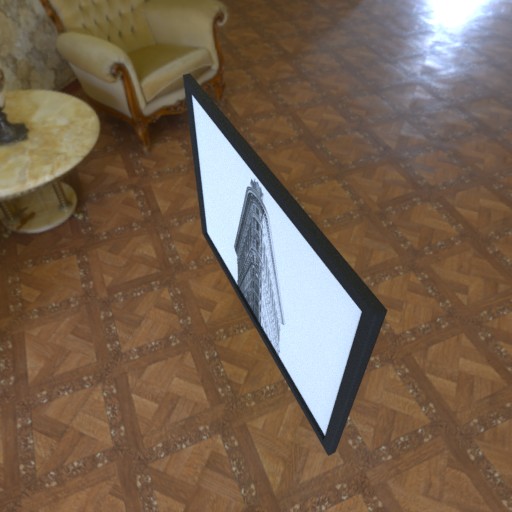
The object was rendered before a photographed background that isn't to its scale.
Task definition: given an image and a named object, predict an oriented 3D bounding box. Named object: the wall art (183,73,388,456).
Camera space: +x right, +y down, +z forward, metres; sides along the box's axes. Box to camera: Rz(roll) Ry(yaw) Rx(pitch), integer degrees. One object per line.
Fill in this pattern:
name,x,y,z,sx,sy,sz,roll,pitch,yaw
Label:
wall art,0.000,0.000,1.268,0.049,0.659,0.964,-18,50,-16
